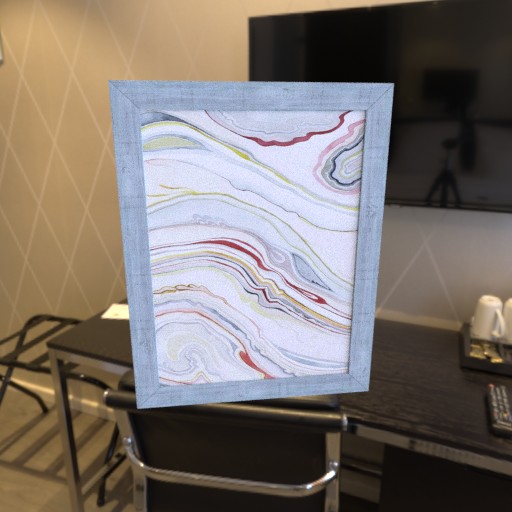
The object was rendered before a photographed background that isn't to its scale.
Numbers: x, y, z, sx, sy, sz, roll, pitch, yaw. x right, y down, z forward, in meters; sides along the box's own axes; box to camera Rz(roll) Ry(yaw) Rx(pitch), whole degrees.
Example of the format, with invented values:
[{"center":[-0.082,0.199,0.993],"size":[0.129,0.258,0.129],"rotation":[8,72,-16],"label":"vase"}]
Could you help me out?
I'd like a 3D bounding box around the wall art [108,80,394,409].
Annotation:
[{"center":[0.000,0.000,0.838],"size":[0.481,0.613,0.020],"rotation":[-2,17,-7],"label":"wall art"}]
